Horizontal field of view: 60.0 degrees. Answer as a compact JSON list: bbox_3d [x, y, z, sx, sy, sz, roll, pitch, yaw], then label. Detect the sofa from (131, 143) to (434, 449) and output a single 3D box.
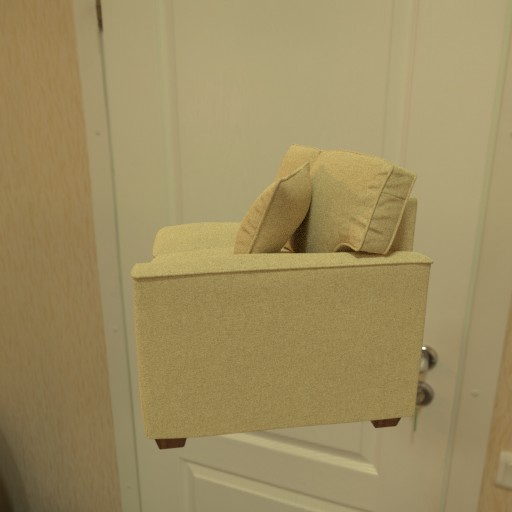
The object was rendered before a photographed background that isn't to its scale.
[{"bbox_3d":[0.000,0.000,2.073,0.991,0.989,1.388,-2,16,-8],"label":"sofa"}]
